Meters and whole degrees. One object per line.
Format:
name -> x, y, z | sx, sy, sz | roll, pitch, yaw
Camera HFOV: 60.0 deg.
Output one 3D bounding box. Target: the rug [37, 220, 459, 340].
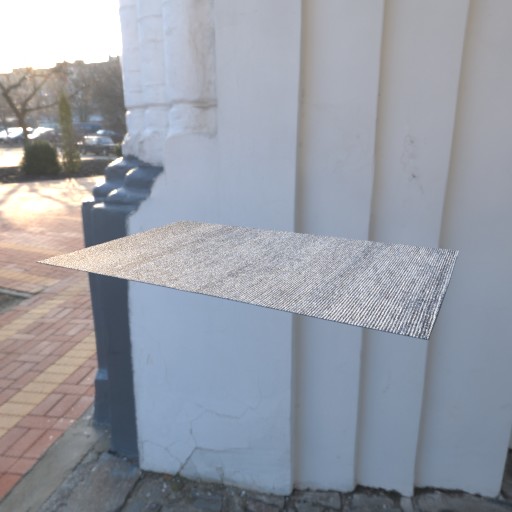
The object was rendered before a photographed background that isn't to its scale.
rug -> 0.000, 0.000, 2.158 | 1.740, 0.010, 1.135 | 8, 18, 27
